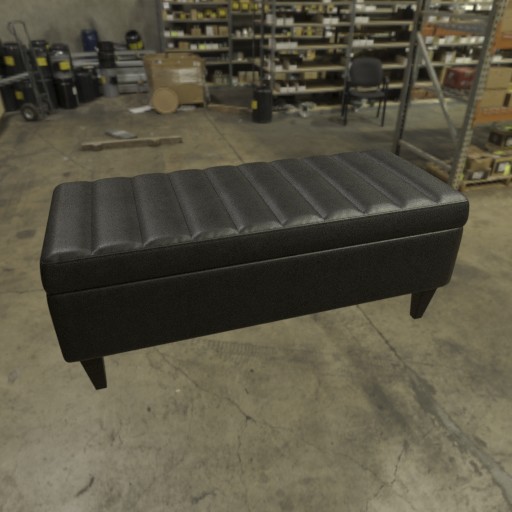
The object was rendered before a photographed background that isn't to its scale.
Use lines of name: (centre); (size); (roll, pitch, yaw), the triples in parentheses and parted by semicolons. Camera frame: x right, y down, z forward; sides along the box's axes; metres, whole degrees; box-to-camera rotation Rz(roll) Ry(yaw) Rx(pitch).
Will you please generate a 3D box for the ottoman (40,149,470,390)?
ottoman: (0.000, 0.000, 1.401); (1.151, 0.469, 0.482); (-9, 33, -15)
